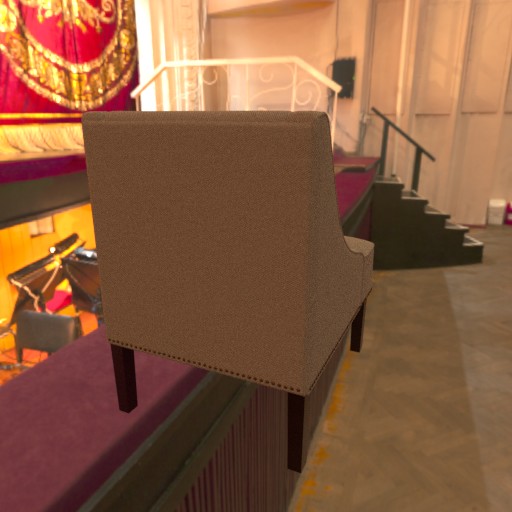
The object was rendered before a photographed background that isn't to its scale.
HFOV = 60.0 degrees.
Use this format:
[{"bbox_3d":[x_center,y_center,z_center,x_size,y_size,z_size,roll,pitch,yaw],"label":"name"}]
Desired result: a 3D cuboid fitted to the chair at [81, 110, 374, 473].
[{"bbox_3d":[0.000,0.000,1.407,0.628,0.872,0.748,8,20,24],"label":"chair"}]
